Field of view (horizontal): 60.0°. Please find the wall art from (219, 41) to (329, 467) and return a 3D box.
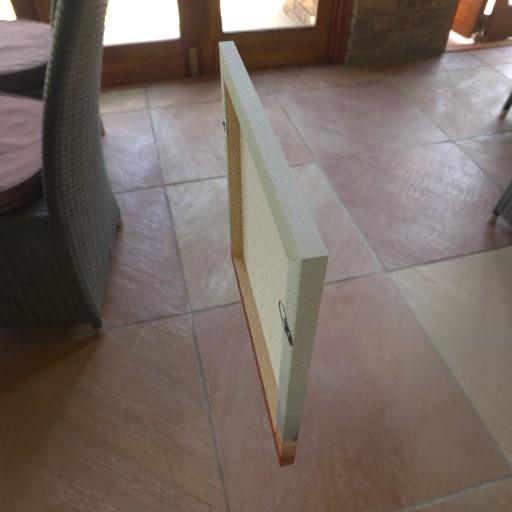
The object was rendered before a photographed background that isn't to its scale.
[{"bbox_3d":[0.000,0.000,0.592,0.023,0.405,0.405,-8,46,-8],"label":"wall art"}]
